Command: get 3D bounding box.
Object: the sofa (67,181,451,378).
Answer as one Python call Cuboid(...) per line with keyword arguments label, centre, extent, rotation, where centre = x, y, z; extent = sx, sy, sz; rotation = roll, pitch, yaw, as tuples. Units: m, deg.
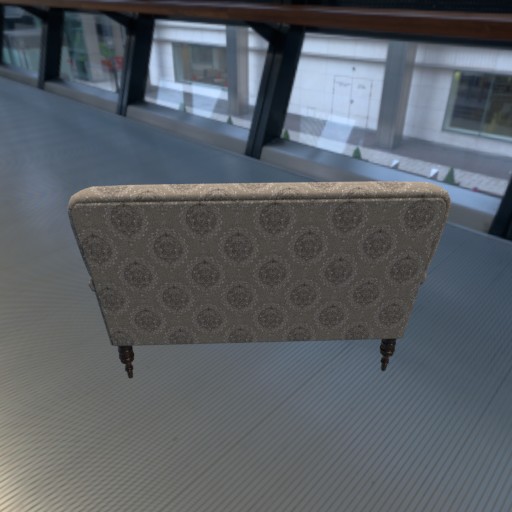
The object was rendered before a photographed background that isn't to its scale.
Cuboid(label="sofa", centre=(0.000, 0.000, 1.877), extent=(1.297, 0.889, 0.779), rotation=(-1, 30, -2))
